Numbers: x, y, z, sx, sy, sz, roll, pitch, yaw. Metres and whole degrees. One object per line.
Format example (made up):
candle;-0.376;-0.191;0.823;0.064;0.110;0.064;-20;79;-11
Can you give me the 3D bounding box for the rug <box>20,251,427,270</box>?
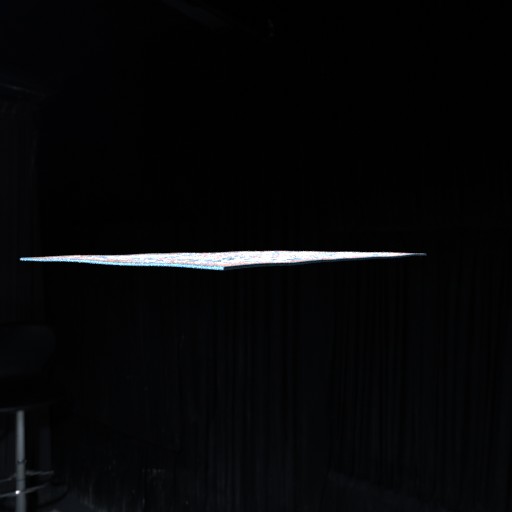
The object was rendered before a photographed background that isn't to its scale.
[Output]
rug;0.000;0.000;2.292;1.195;0.014;1.847;1;2;37
